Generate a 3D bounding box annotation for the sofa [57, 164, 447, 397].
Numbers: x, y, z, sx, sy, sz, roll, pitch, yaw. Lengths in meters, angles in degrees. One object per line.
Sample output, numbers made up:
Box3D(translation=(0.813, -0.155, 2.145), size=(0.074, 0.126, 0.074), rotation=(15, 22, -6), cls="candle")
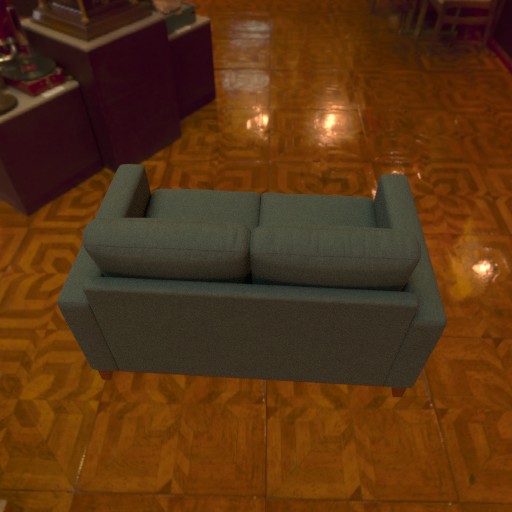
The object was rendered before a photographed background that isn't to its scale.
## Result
Box3D(translation=(0.000, 0.000, 2.119), size=(1.489, 0.903, 0.955), rotation=(3, 47, 2), cls="sofa")
